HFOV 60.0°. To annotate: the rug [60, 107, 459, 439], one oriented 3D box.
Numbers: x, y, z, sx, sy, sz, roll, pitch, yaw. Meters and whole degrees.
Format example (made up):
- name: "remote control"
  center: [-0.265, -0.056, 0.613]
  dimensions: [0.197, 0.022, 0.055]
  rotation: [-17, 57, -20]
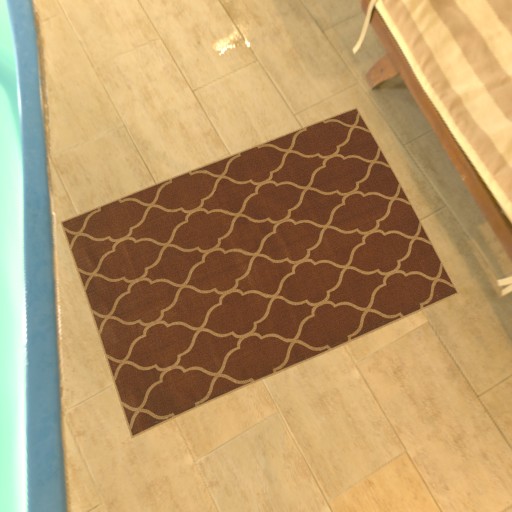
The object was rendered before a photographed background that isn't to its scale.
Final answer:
- name: "rug"
  center: [0.000, 0.000, 2.982]
  dimensions: [2.290, 0.014, 1.526]
  rotation: [-22, 76, -6]
